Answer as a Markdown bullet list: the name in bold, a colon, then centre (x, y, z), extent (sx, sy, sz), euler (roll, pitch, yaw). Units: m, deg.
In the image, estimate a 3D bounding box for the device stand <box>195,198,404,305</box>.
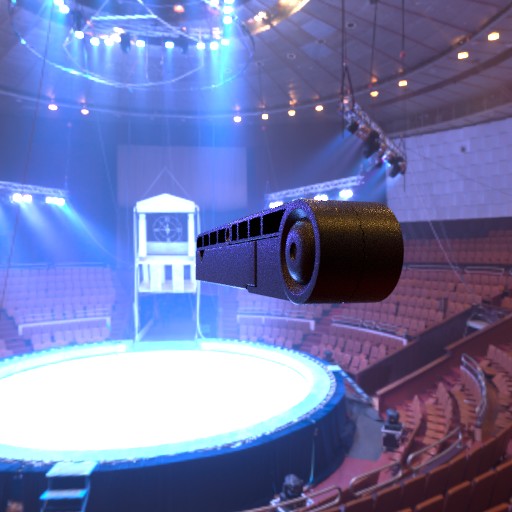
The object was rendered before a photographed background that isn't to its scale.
- **device stand**: centre (0.000, 0.000, 0.197), extent (0.026, 0.030, 0.179), euler (0, -1, -18)
